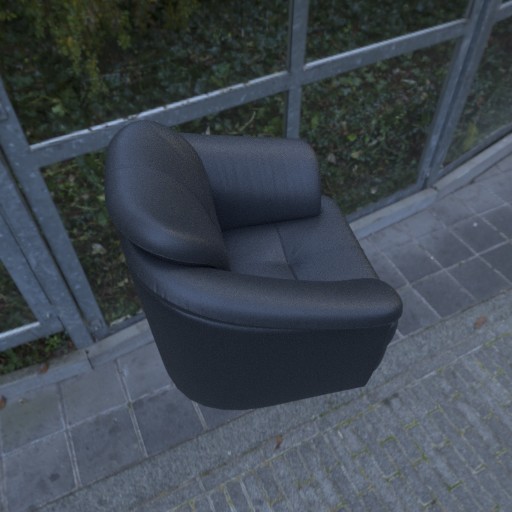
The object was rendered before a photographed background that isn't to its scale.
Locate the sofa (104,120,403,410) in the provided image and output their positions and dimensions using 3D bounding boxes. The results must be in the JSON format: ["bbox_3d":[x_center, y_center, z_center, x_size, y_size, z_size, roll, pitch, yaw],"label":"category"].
[{"bbox_3d":[0.000,0.000,1.468,0.794,0.811,0.870,-9,46,-9],"label":"sofa"}]
